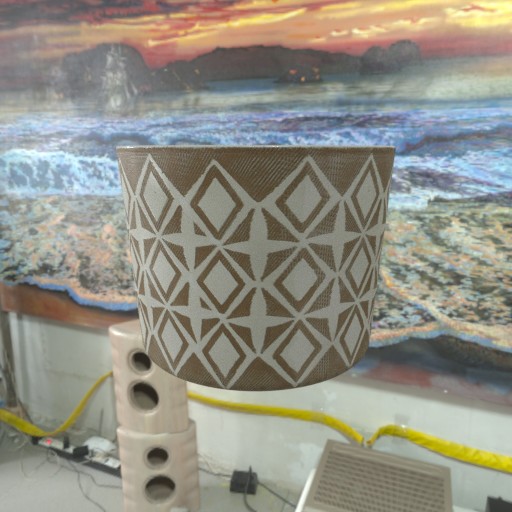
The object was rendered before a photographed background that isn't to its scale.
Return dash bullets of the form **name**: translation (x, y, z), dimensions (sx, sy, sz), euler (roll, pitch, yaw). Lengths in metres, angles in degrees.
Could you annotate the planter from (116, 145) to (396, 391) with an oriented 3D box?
- **planter**: translation (0.000, 0.000, 0.457), dimensions (0.260, 0.220, 0.260), euler (0, 14, 0)
